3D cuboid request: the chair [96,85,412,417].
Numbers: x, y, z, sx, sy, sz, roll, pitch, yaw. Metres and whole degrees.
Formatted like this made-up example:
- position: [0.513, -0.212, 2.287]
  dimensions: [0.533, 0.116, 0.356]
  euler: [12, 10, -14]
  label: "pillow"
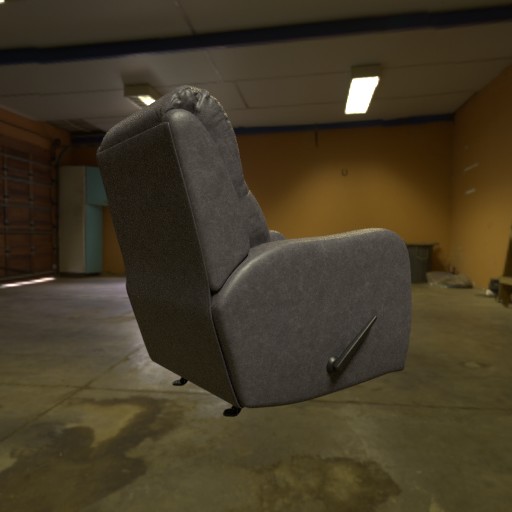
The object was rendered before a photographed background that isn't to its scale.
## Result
- position: [0.000, 0.000, 1.799]
  dimensions: [1.067, 1.067, 0.865]
  euler: [-2, 3, -37]
  label: "chair"
